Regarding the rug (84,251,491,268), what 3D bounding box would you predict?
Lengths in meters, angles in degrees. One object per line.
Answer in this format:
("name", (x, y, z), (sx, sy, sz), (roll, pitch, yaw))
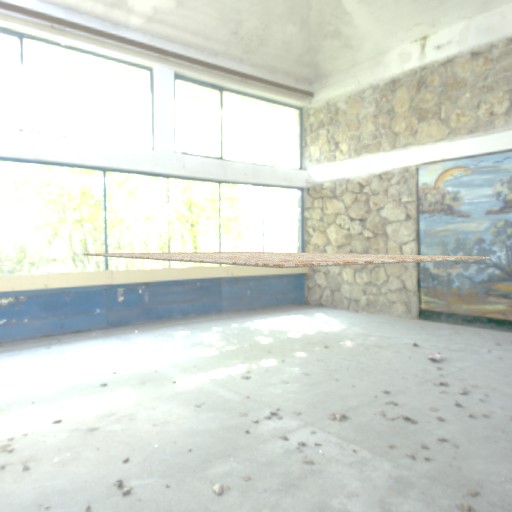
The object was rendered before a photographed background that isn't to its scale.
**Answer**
("rug", (0.000, 0.000, 2.308), (1.219, 0.011, 1.829), (-1, 2, -37))
